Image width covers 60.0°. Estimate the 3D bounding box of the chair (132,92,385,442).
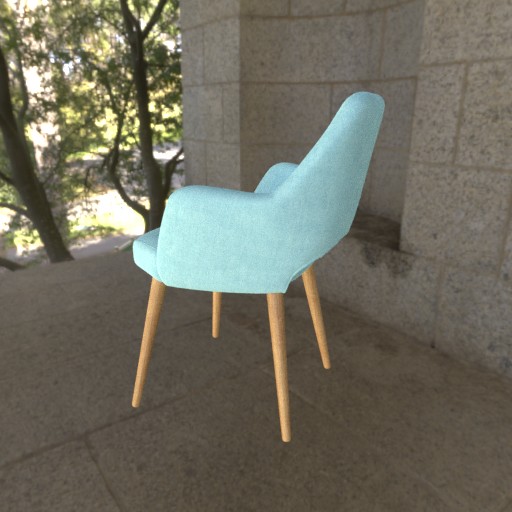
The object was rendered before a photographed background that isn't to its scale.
[{"bbox_3d":[0.000,0.000,1.231,0.610,0.840,0.590,8,19,23],"label":"chair"}]
